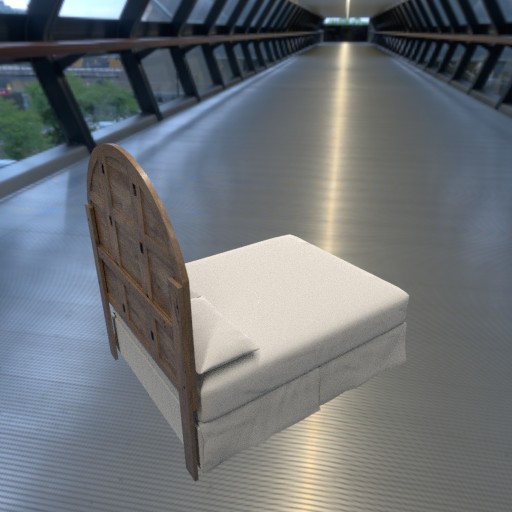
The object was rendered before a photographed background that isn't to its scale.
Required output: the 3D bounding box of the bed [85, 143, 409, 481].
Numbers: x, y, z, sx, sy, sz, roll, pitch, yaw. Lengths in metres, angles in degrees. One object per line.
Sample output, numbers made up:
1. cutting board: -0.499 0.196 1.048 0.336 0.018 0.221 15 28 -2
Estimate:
1. bed: 0.000 0.000 3.559 2.112 2.002 1.713 -17 31 -31
